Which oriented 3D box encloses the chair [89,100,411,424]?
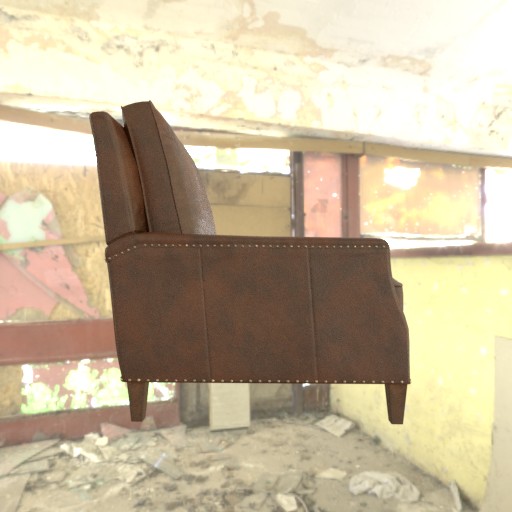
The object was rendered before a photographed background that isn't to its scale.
[{"bbox_3d":[0.000,0.000,1.791,1.035,1.054,0.854,0,-1,2],"label":"chair"}]
